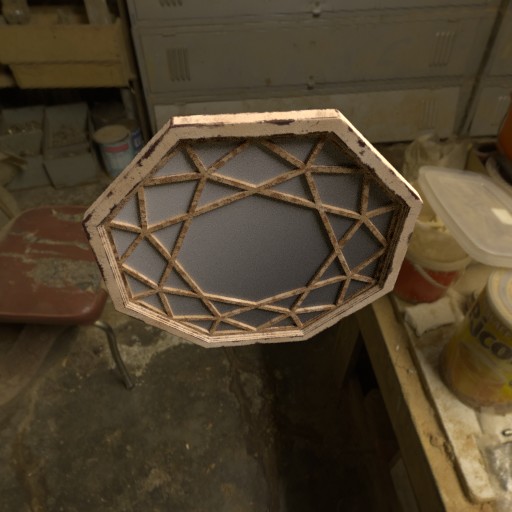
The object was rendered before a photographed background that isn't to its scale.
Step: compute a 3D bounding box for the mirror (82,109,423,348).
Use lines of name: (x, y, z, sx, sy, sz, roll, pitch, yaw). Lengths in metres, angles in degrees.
mirror: (0.000, 0.000, 0.944, 0.648, 0.648, 0.031, -4, 47, -4)
